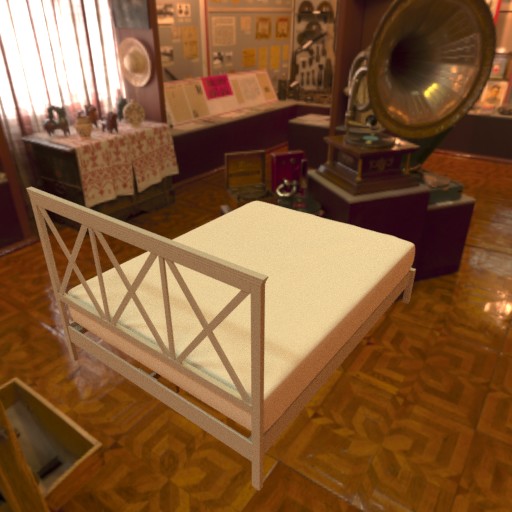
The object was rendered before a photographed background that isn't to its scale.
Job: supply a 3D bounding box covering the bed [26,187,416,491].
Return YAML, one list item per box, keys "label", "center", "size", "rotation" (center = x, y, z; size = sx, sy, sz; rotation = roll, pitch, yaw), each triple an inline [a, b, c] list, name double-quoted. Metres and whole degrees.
- label: "bed"
  center: [0.000, 0.000, 3.130]
  size: [1.673, 1.253, 2.135]
  rotation: [20, 34, 32]
